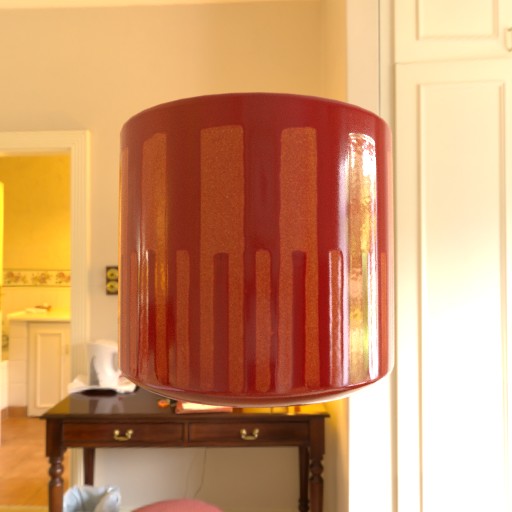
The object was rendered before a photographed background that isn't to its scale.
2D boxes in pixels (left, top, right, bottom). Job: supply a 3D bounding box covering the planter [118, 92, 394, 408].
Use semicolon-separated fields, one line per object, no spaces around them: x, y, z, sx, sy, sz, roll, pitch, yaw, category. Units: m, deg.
0.000;0.000;0.388;0.230;0.202;0.230;0;-1;0;planter
